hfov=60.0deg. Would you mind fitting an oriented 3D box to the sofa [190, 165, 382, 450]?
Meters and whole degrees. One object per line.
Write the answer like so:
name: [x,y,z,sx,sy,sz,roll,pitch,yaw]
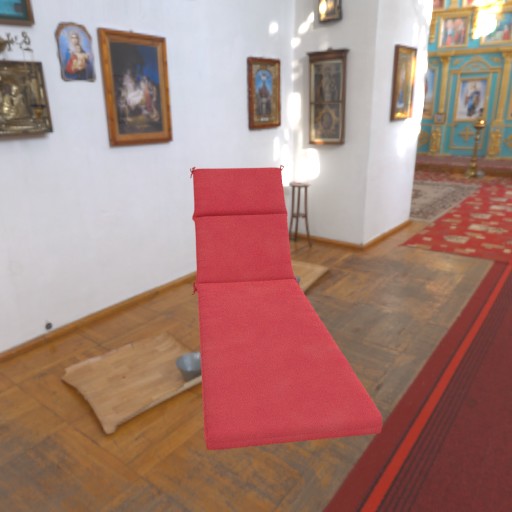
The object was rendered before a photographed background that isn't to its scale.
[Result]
sofa: [0.000,0.000,1.953,0.582,0.622,1.663,-2,18,-8]
